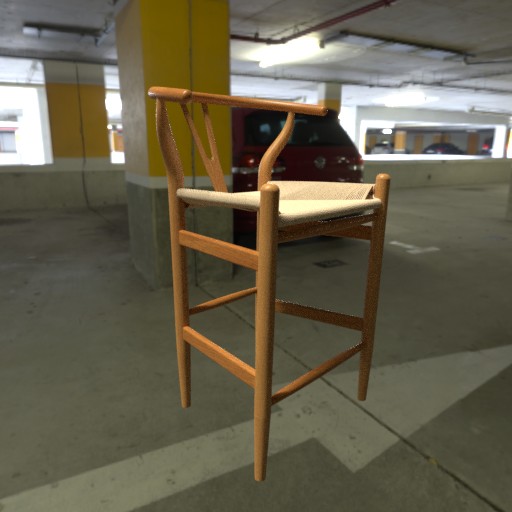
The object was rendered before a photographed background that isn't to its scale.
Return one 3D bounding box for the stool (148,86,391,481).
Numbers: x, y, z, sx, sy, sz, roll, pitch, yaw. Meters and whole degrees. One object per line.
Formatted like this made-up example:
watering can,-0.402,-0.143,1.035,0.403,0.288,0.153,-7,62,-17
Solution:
stool,0.000,0.000,1.327,0.579,0.970,0.569,13,19,42
